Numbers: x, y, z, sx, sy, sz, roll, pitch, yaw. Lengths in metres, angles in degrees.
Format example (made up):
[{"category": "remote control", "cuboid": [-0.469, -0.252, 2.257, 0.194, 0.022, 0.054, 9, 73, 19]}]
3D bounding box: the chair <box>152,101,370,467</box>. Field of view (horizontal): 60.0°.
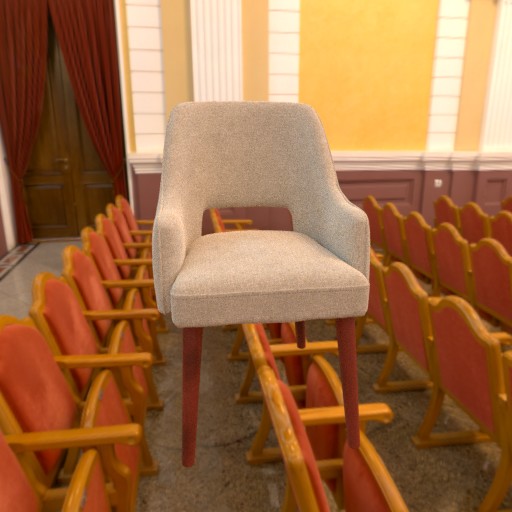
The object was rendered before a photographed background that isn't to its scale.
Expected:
[{"category": "chair", "cuboid": [0.000, 0.000, 1.244, 0.548, 0.849, 0.605, -2, 17, -8]}]
